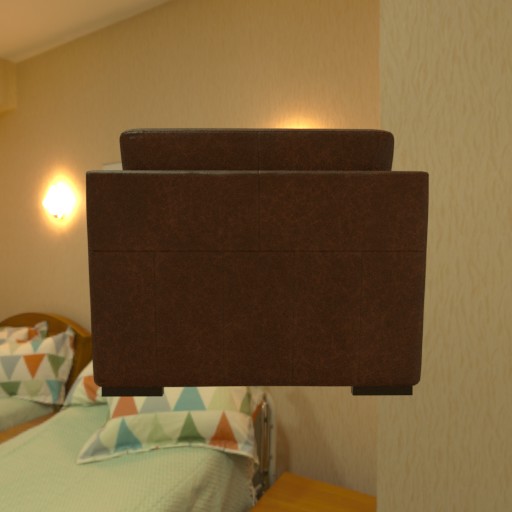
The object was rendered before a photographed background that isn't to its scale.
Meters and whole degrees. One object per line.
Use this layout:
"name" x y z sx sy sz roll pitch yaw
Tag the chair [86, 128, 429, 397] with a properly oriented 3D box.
"chair" 0.000 0.000 1.984 1.168 0.939 1.143 0 1 -1
